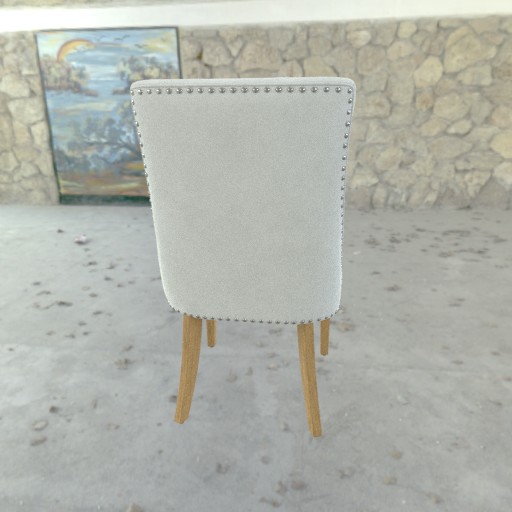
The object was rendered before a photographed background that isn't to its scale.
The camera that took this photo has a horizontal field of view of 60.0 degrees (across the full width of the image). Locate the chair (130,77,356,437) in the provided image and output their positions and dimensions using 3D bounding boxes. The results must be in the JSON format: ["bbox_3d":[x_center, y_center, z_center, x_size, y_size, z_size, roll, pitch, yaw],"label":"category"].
[{"bbox_3d":[0.000,0.000,1.269,0.495,0.902,0.610,2,17,8],"label":"chair"}]
